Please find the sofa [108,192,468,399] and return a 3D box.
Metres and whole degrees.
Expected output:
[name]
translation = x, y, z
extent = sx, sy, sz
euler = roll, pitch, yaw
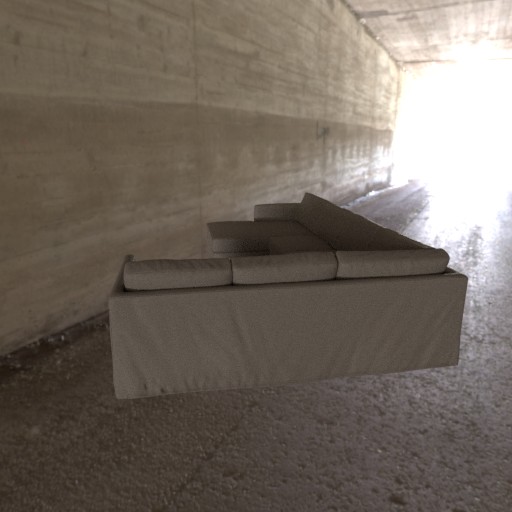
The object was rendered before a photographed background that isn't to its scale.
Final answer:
[sofa]
translation = 0.000, 0.000, 4.570
extent = 2.476, 0.878, 3.528
euler = -3, 16, -10
